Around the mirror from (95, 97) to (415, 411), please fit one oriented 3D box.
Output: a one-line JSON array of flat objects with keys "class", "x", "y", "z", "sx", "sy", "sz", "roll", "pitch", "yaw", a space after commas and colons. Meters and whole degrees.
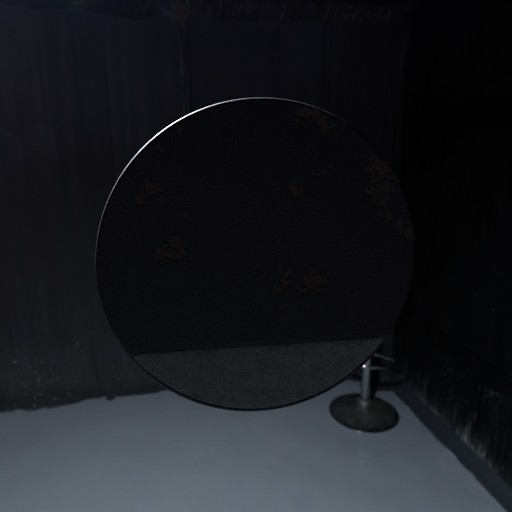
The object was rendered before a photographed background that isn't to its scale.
[{"class": "mirror", "x": 0.000, "y": 0.000, "z": 0.588, "sx": 0.386, "sy": 0.386, "sz": 0.126, "roll": -2, "pitch": 14, "yaw": -9}]
